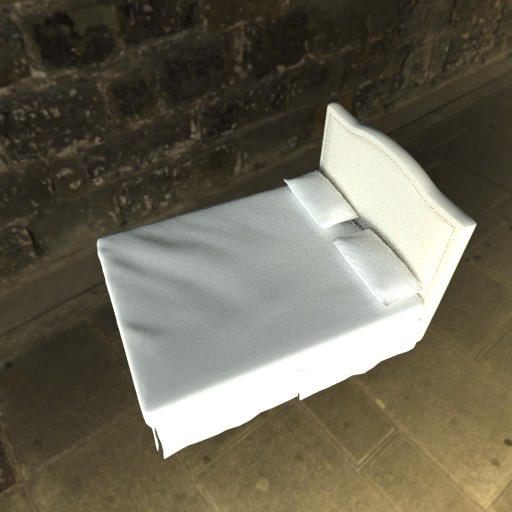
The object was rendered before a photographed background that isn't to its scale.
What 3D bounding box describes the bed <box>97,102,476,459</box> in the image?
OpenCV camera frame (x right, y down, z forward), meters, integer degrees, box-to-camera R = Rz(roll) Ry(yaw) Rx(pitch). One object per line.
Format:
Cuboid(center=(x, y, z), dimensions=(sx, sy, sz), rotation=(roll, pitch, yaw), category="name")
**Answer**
Cuboid(center=(0.000, 0.000, 3.436), dimensions=(2.282, 1.436, 1.821), rotation=(-18, 49, -16), category="bed")
